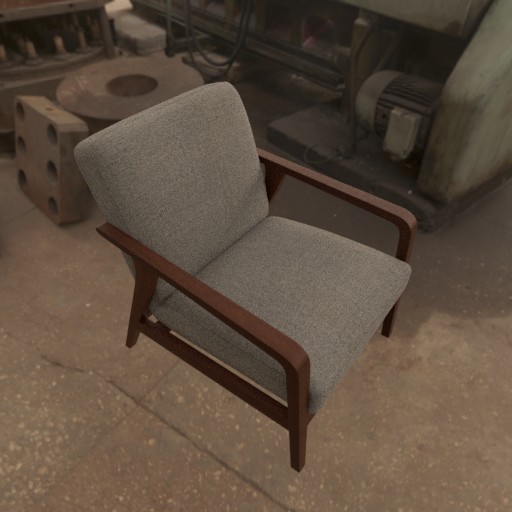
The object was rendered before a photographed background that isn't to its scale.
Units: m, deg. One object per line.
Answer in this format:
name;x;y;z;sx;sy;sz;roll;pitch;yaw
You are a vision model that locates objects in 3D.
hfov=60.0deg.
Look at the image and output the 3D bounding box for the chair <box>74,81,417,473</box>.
chair;0.000;0.000;1.446;0.858;0.847;0.704;26;48;27
